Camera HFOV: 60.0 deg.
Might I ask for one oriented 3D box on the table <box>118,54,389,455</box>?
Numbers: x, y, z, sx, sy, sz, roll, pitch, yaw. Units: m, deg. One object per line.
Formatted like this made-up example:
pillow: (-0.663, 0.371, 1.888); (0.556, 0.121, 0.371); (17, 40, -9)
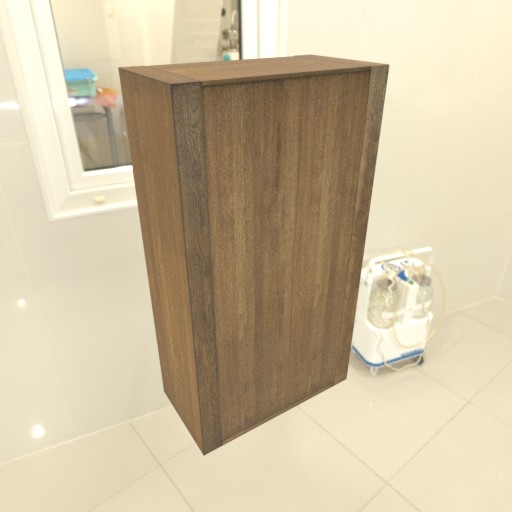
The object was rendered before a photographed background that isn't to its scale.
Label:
table: (0.000, 0.000, 2.519); (1.100, 2.000, 0.600); (-18, 34, -28)
